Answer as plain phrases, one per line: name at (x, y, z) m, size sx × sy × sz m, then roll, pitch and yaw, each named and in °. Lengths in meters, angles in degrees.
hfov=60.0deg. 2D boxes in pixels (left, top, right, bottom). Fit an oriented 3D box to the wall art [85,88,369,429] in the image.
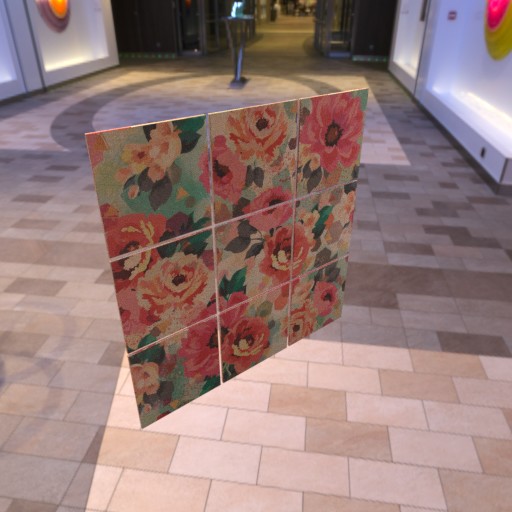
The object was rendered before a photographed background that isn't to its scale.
wall art at (0.000, 0.000, 1.868) m, size 1.216 × 1.220 × 0.013 m, roll -22°, pitch 36°, yaw -33°
